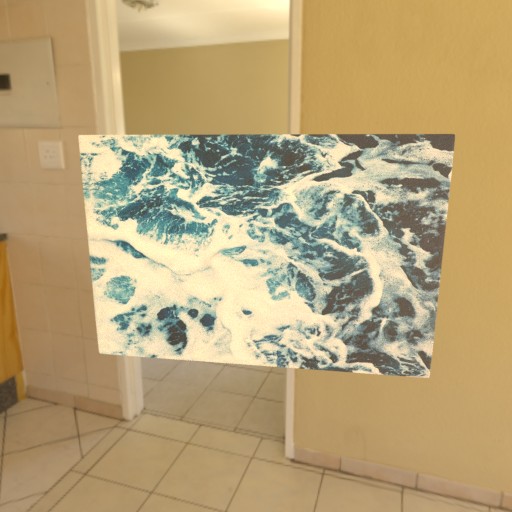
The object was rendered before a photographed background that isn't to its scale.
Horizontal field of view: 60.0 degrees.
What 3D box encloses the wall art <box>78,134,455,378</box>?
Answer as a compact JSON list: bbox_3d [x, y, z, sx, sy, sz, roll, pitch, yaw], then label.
[{"bbox_3d":[0.000,0.000,1.925,1.524,1.017,0.055,2,14,8],"label":"wall art"}]
